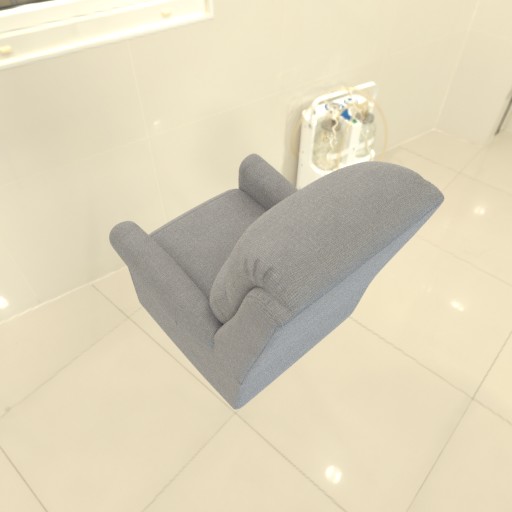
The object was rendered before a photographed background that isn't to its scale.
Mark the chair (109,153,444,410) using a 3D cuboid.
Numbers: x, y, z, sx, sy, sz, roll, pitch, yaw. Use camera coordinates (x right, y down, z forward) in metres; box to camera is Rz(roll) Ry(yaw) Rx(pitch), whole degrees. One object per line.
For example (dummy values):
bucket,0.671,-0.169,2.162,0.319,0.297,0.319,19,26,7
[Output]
chair,0.000,0.000,1.822,0.838,1.054,1.014,-34,56,-26
